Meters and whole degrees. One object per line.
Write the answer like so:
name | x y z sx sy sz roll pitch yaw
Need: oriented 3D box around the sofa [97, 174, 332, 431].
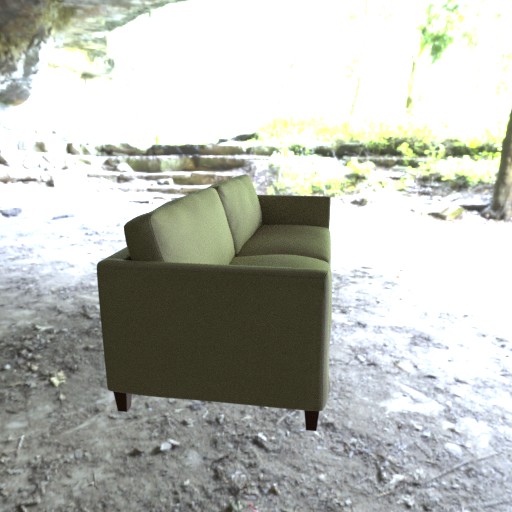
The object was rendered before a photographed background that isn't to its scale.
sofa | 0.000 0.000 2.905 0.988 0.912 2.404 2 15 9
